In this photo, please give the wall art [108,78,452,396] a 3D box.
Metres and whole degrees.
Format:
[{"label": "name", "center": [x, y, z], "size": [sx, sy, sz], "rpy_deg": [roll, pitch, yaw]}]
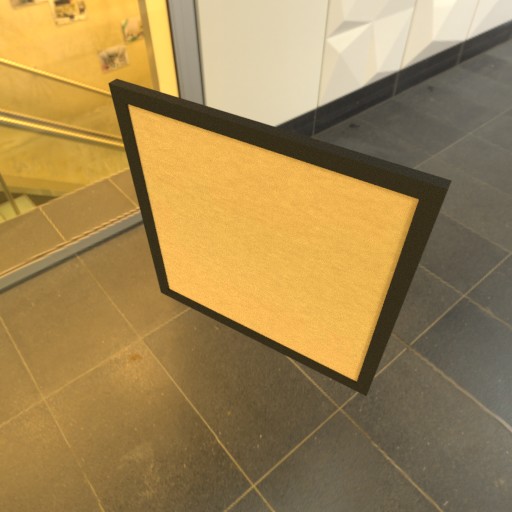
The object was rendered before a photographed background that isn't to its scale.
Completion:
[{"label": "wall art", "center": [0.000, 0.000, 0.541], "size": [0.356, 0.356, 0.013], "rpy_deg": [23, 51, 20]}]
